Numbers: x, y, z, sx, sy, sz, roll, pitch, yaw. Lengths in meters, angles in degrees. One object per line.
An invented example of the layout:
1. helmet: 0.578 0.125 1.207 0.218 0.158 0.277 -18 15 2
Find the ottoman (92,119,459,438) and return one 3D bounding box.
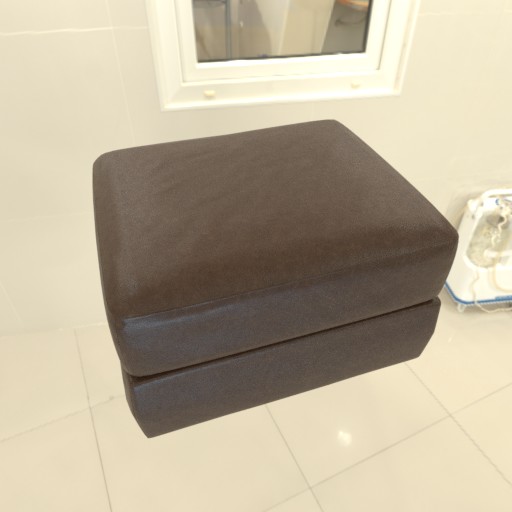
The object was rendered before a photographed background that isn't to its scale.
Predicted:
1. ottoman: 0.000 0.000 1.142 0.751 0.476 0.603 -12 43 -14
